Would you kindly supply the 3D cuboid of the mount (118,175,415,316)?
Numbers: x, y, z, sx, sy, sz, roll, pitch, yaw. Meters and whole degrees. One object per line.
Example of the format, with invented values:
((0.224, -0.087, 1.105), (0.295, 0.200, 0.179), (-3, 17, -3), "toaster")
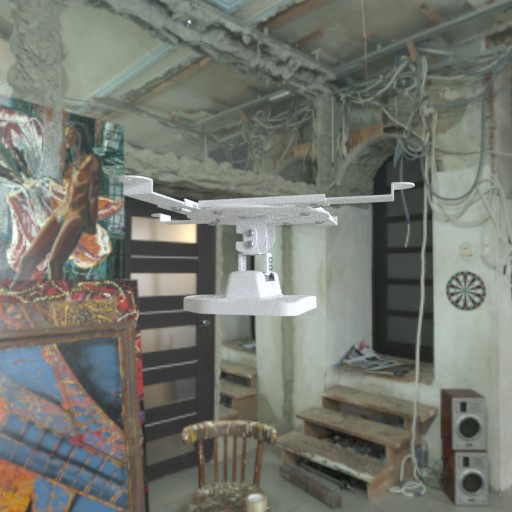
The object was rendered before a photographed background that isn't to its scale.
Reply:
((0.000, 0.000, 0.589), (0.394, 0.141, 0.394), (-1, -2, 18), "mount")
